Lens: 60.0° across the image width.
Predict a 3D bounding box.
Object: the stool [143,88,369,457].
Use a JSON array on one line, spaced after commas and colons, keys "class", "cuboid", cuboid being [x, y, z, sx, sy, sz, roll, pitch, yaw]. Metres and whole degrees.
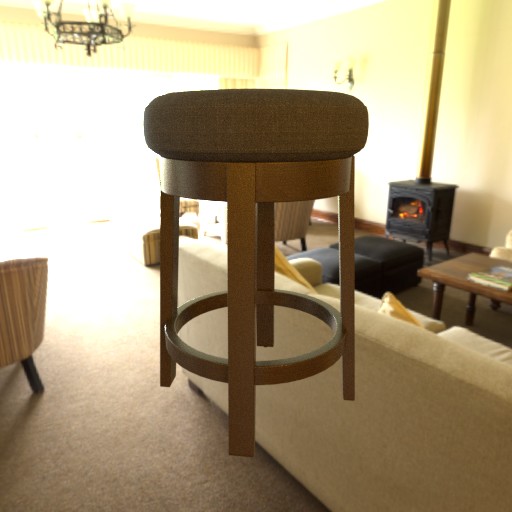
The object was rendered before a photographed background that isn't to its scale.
[{"class": "stool", "cuboid": [0.000, 0.000, 0.944, 0.449, 0.655, 0.449, 0, 17, 0]}]
